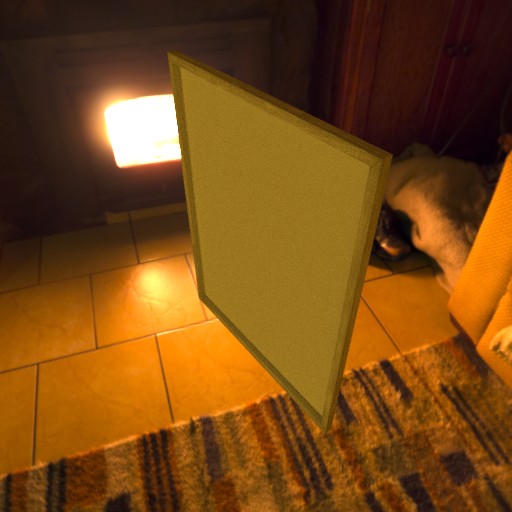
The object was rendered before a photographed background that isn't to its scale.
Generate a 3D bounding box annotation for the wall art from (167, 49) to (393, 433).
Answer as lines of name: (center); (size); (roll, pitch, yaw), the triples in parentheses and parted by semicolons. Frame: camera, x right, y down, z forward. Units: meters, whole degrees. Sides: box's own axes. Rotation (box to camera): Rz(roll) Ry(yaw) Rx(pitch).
wall art: (0.000, 0.000, 1.372); (0.035, 1.022, 0.781); (-28, 48, -28)
